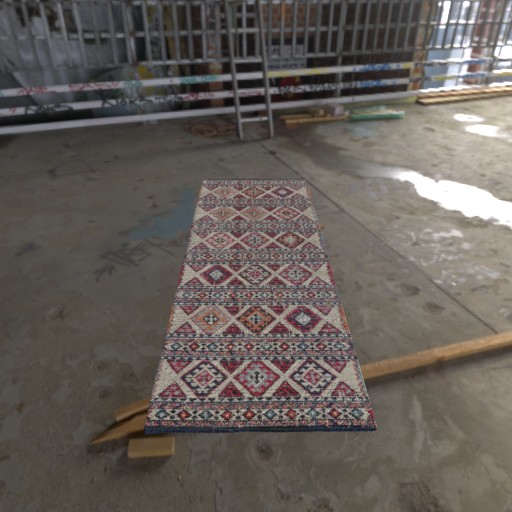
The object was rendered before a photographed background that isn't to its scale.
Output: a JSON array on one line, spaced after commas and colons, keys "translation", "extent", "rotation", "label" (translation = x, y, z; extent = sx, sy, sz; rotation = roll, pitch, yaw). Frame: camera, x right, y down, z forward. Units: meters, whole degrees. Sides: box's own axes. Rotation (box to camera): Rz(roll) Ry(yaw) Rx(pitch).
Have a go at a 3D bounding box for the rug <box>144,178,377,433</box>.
[{"translation": [0.000, 0.000, 2.564], "extent": [0.832, 0.008, 2.362], "rotation": [0, 32, -1], "label": "rug"}]
